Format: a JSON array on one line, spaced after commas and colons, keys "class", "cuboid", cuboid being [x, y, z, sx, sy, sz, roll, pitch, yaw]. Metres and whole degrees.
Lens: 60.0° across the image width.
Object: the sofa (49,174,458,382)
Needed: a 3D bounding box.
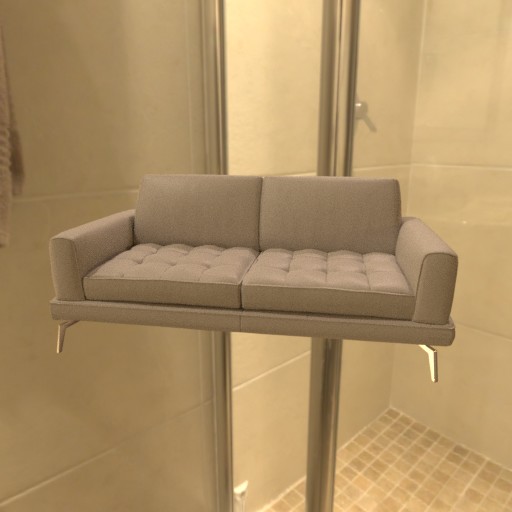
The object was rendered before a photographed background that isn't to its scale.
[{"class": "sofa", "cuboid": [0.000, 0.000, 2.743, 2.177, 0.930, 1.121, 2, 15, 9]}]
